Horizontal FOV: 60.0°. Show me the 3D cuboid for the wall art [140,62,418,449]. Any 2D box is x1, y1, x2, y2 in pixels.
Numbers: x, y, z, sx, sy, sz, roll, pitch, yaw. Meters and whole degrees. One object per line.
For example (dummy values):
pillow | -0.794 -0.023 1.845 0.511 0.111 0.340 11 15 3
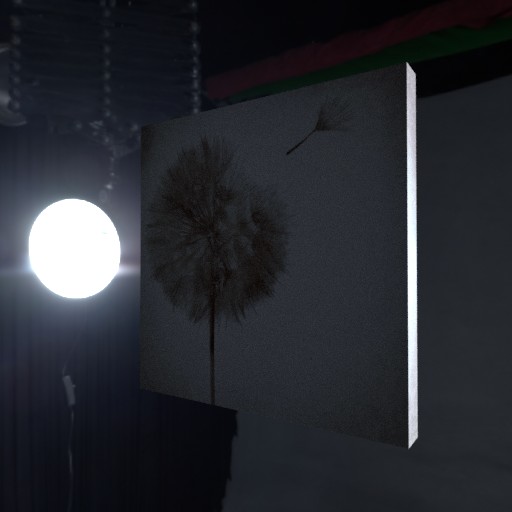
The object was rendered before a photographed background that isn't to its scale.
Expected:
wall art | 0.000 0.000 0.442 0.303 0.303 0.028 -1 -1 33
